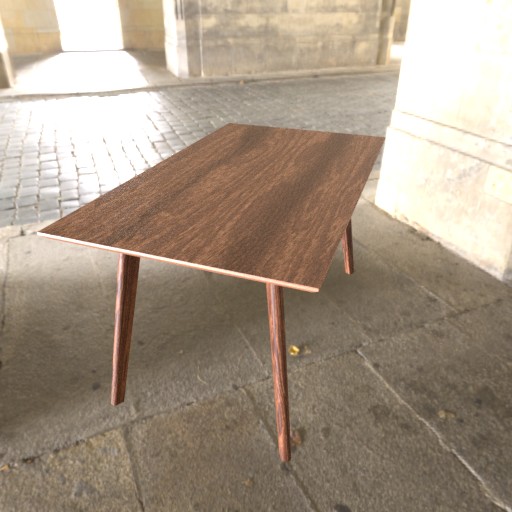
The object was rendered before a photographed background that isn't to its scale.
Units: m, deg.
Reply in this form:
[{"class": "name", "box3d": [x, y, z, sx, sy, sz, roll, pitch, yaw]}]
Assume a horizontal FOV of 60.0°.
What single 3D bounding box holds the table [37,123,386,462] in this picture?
[{"class": "table", "box3d": [0.000, 0.000, 1.842, 0.801, 0.724, 1.349, 11, 32, 18]}]
